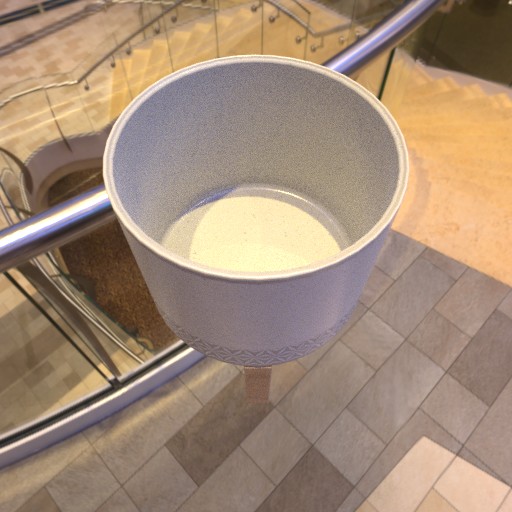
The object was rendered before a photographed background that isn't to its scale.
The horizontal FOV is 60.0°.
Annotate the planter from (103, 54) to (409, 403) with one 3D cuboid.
[{"bbox_3d":[0.000,0.000,0.265,0.130,0.178,0.130,0,58,0],"label":"planter"}]
